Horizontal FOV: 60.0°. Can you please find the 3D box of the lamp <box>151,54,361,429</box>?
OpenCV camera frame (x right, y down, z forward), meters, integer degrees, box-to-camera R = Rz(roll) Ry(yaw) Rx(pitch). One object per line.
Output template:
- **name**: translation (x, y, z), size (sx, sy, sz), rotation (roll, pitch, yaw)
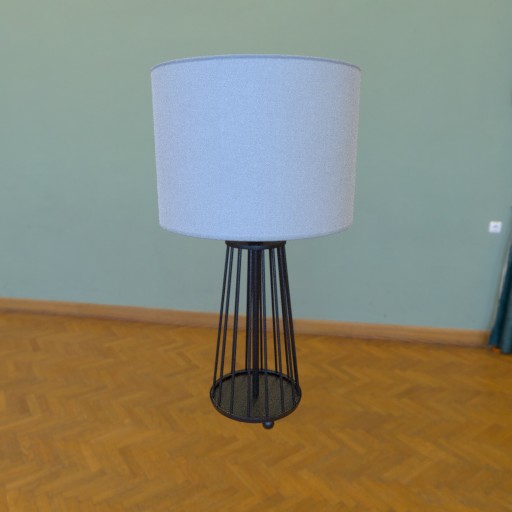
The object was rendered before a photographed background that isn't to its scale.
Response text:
- **lamp**: translation (0.000, 0.000, 0.770), size (0.322, 0.593, 0.322), rotation (2, 15, 8)
